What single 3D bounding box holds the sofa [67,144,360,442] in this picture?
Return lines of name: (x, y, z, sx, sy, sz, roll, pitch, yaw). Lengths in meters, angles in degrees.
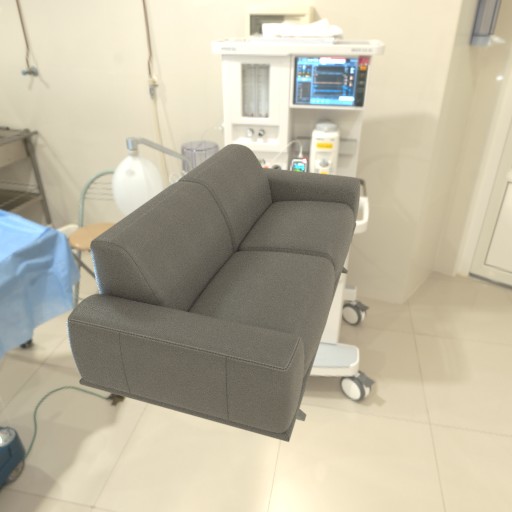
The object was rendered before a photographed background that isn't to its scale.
sofa: (0.000, 0.000, 2.358, 0.900, 0.772, 1.901, 9, 31, 16)
